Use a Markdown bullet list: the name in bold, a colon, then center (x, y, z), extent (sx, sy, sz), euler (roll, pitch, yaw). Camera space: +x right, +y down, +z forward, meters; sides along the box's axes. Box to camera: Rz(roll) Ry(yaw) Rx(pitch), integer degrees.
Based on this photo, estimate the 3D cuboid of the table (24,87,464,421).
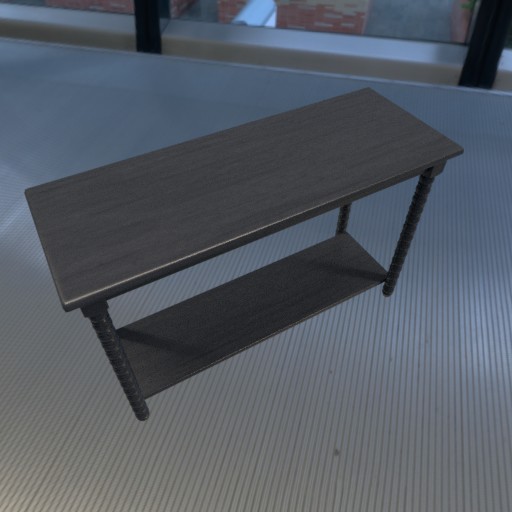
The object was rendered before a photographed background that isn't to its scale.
- **table**: center (0.000, 0.000, 1.522), extent (1.184, 0.735, 0.459), euler (-23, 51, -20)
